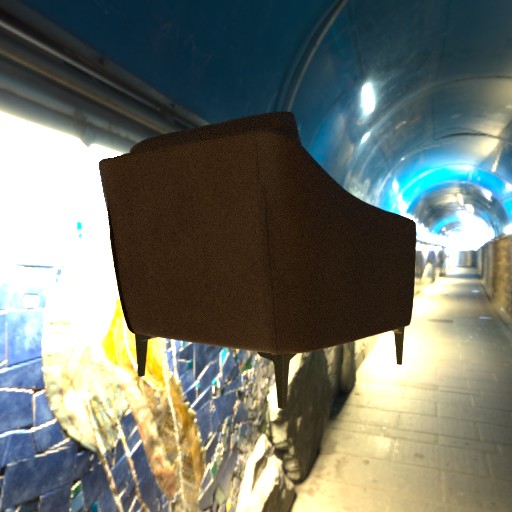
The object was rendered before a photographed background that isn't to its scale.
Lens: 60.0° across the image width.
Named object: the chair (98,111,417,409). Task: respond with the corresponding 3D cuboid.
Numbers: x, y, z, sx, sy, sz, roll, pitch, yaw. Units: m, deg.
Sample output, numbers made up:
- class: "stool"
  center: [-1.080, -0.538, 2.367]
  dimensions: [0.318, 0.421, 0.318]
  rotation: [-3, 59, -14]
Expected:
- class: "chair"
  center: [0.000, 0.000, 1.732]
  dimensions: [0.988, 0.895, 0.963]
  rotation: [0, 0, 35]
